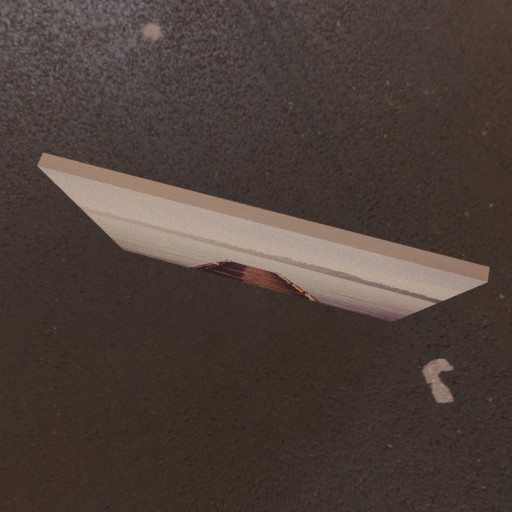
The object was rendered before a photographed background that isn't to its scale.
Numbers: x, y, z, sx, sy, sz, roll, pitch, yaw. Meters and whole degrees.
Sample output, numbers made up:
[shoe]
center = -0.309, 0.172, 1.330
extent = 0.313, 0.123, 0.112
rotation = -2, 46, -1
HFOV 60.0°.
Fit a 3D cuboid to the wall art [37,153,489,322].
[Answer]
[wall art]
center = 0.000, 0.000, 0.784
extent = 0.615, 0.410, 0.021
rotation = 15, 75, 4
